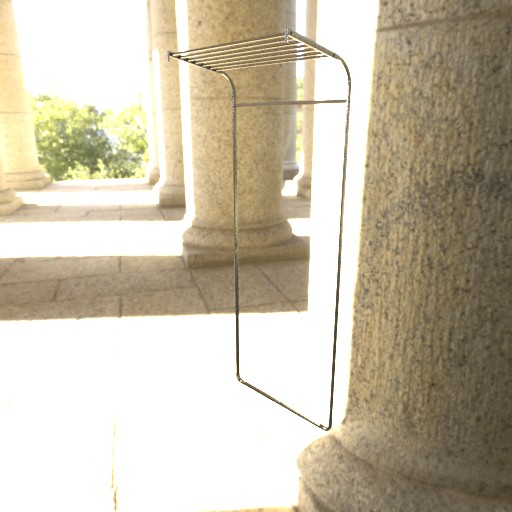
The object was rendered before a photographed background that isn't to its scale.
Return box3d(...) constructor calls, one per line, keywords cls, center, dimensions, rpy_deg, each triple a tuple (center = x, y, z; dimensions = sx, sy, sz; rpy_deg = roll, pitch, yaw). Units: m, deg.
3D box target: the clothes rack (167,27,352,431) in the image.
box3d(cls="clothes rack", center=(0.000, 0.000, 1.822), dimensions=(0.609, 1.574, 0.349), rpy_deg=(16, 23, 42))
